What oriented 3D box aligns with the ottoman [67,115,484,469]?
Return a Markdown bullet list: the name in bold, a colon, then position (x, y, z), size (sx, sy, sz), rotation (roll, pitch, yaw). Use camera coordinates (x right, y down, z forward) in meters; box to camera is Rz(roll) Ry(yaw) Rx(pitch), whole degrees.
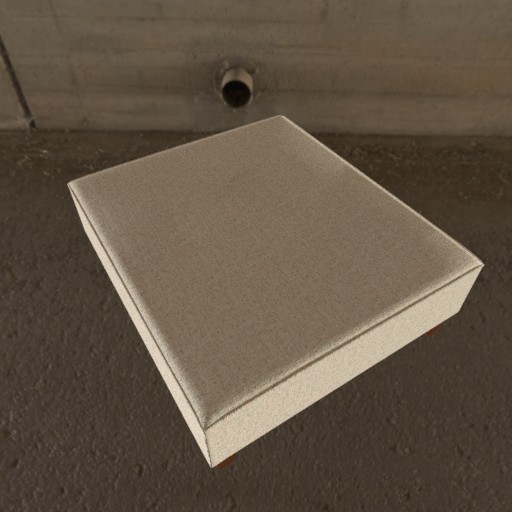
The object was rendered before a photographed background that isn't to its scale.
- **ottoman**: position (0.000, 0.000, 1.231), size (0.736, 0.303, 0.835), rotation (-24, 50, -22)
